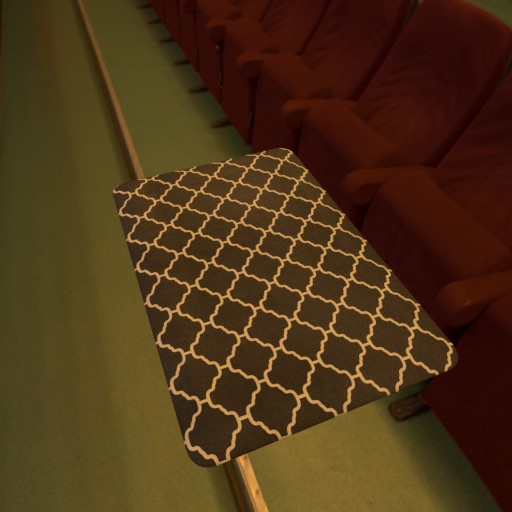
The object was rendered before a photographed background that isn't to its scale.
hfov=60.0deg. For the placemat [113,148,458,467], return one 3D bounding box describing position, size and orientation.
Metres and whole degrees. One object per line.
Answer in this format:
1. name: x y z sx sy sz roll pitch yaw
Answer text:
1. placemat: 0.000 0.000 0.967 0.508 0.021 0.762 -16 48 -15
